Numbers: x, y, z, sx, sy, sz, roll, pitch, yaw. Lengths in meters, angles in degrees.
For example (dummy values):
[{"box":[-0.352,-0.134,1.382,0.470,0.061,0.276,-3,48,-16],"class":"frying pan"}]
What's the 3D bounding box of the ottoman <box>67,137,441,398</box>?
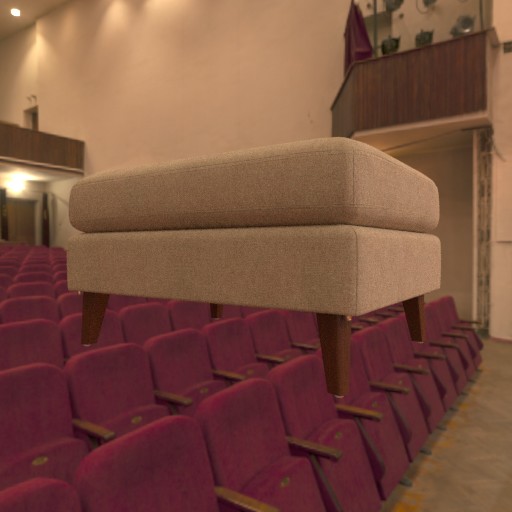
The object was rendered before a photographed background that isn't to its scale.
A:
[{"box":[0.000,0.000,1.193,0.823,0.478,0.610,1,1,34],"class":"ottoman"}]
